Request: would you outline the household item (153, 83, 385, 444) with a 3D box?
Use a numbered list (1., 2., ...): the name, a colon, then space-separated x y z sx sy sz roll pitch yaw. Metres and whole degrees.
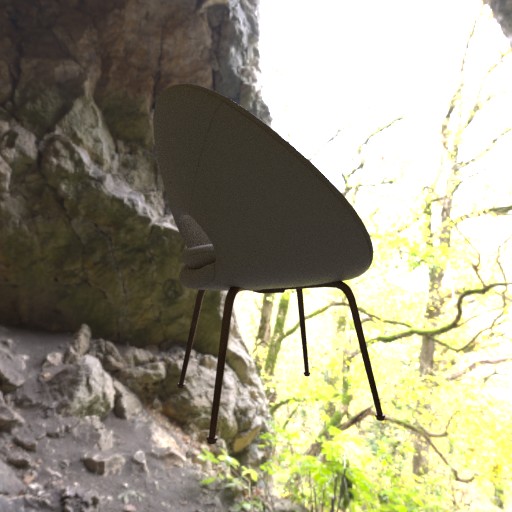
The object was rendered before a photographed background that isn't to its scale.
1. household item: 0.000 0.000 1.272 0.573 0.852 0.623 0 0 -18
